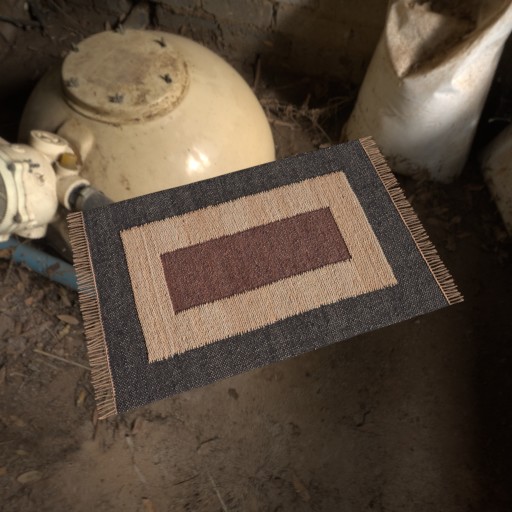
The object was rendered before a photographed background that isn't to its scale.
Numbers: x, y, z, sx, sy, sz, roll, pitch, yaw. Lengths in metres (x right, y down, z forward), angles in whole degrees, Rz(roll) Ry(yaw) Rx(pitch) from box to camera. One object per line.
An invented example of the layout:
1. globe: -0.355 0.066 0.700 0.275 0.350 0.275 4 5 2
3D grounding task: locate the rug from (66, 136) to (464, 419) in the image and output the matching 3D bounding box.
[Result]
1. rug: 0.000 0.000 2.543 2.021 0.027 1.224 -16 65 -8
